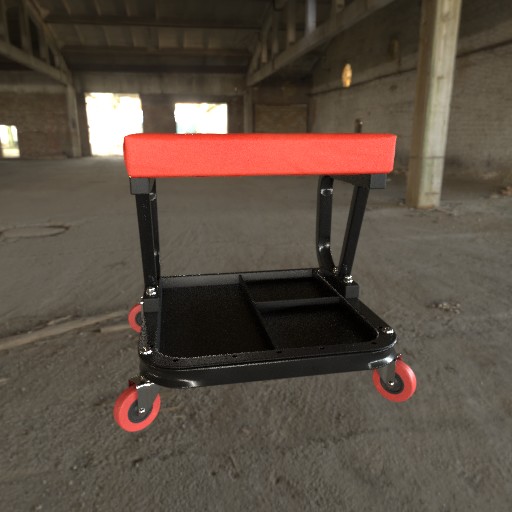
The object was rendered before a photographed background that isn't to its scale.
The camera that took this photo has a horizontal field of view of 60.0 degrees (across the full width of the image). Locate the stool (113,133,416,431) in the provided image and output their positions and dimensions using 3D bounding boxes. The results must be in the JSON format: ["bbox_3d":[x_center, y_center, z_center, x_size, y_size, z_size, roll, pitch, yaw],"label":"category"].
[{"bbox_3d":[0.000,0.000,0.711,0.446,0.380,0.371,-3,16,-10],"label":"stool"}]
